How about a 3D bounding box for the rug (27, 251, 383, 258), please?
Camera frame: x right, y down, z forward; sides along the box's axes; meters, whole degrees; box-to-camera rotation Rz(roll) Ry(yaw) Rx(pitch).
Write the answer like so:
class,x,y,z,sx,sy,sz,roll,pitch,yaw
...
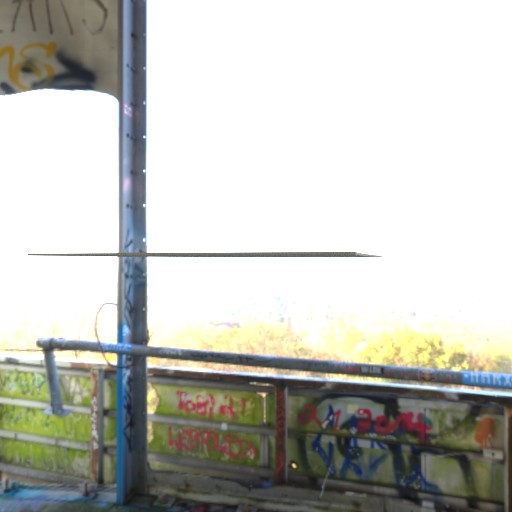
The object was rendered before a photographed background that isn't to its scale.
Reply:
class,x,y,z,sx,sy,sz,roll,pitch,yaw
rug,0.000,0.000,2.930,1.528,0.014,2.294,0,0,18
